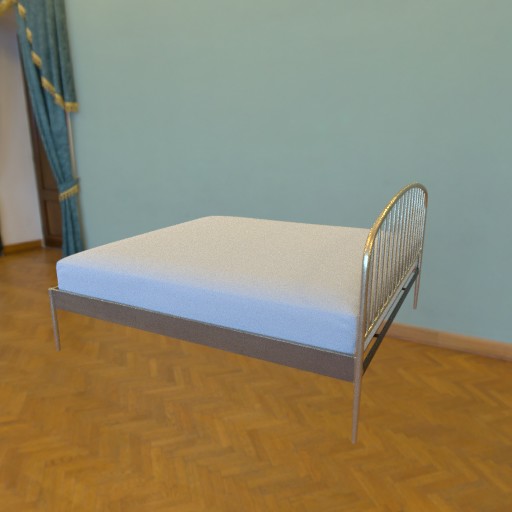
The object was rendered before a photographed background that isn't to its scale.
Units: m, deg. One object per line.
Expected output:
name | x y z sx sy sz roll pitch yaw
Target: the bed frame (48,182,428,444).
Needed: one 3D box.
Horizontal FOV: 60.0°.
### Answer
bed frame | 0.000 0.000 3.363 2.152 1.174 2.016 8 17 26
